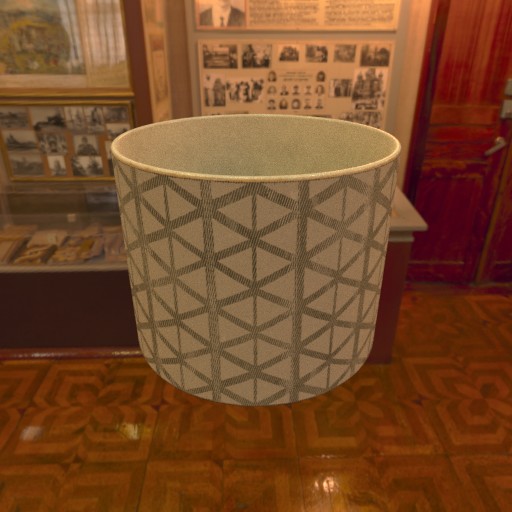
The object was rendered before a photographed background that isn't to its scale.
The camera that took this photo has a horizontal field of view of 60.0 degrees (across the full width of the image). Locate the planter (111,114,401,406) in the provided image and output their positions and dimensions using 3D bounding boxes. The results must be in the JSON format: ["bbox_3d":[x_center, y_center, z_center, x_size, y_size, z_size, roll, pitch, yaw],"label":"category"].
[{"bbox_3d":[0.000,0.000,0.342,0.190,0.181,0.190,0,27,0],"label":"planter"}]
